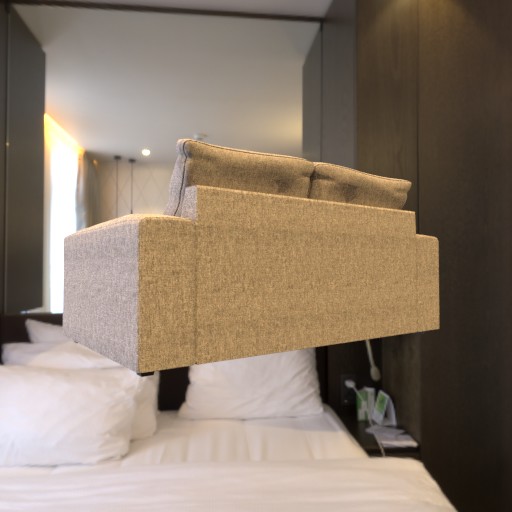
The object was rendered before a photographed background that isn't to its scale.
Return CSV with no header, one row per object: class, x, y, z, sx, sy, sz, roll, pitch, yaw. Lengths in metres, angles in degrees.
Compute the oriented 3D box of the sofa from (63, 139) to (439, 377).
sofa,0.000,0.000,2.408,1.758,0.877,1.094,1,-2,-36
